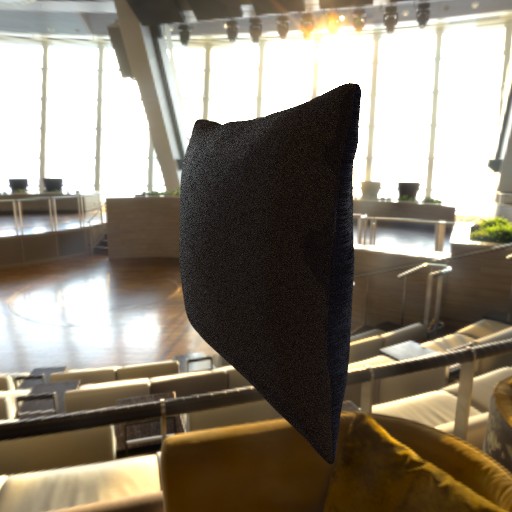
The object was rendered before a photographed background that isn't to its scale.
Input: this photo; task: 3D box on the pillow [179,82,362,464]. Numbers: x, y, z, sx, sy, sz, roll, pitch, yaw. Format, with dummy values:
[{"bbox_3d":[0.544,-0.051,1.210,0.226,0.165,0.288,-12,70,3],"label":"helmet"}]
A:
[{"bbox_3d":[0.000,0.000,0.680,0.204,0.439,0.452,-6,14,-27],"label":"pillow"}]
